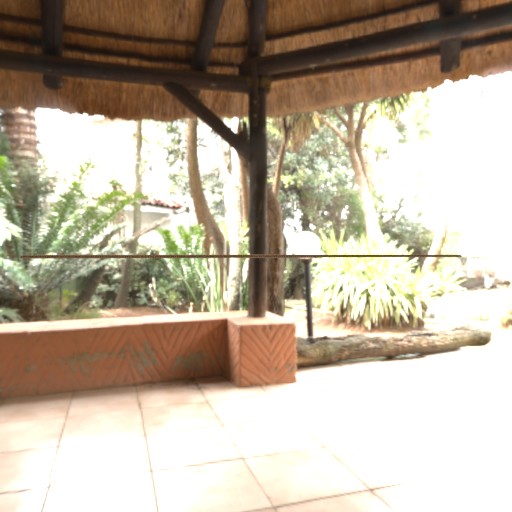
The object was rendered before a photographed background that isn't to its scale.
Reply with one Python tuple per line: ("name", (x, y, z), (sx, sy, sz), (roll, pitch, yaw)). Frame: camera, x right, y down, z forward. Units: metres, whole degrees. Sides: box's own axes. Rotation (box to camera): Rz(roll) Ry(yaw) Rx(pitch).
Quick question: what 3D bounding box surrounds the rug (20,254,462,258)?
("rug", (0.000, 0.000, 2.504), (2.276, 0.014, 0.678), (0, 0, -19))
